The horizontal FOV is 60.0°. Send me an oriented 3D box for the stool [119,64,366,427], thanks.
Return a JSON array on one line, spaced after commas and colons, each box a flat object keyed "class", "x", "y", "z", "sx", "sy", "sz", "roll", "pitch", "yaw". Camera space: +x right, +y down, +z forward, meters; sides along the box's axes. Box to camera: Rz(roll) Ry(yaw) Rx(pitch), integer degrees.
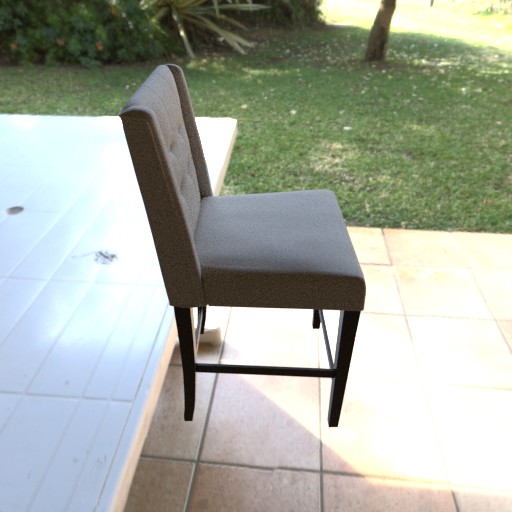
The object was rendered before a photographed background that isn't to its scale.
[{"class": "stool", "x": 0.000, "y": 0.000, "z": 1.241, "sx": 0.509, "sy": 0.939, "sz": 0.474, "roll": 0, "pitch": 34, "yaw": 0}]
